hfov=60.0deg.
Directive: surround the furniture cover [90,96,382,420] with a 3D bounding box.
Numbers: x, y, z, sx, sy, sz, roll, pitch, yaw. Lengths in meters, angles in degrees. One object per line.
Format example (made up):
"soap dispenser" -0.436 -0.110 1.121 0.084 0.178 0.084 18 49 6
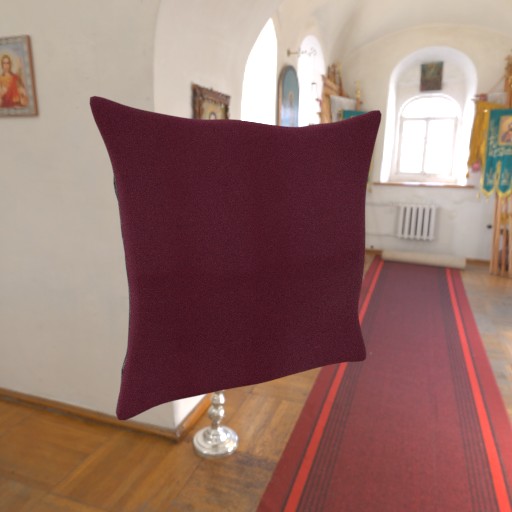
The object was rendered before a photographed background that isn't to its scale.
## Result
"furniture cover" 0.000 0.000 0.784 0.514 0.513 0.163 -6 15 -25
